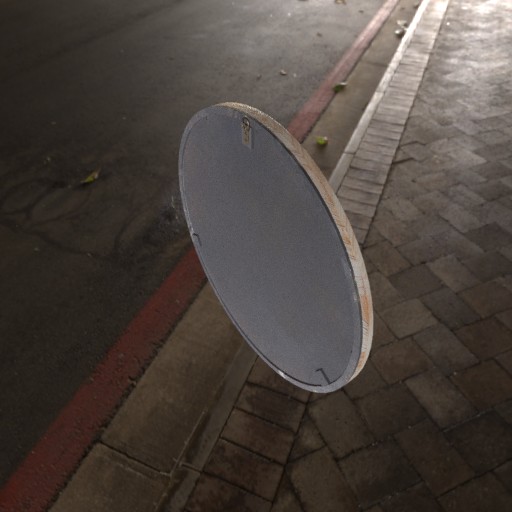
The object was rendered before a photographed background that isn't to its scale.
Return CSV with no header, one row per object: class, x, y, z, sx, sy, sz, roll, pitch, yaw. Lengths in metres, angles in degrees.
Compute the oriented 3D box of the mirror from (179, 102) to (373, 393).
mirror,0.000,0.000,1.069,0.038,0.710,0.710,-26,48,-25
